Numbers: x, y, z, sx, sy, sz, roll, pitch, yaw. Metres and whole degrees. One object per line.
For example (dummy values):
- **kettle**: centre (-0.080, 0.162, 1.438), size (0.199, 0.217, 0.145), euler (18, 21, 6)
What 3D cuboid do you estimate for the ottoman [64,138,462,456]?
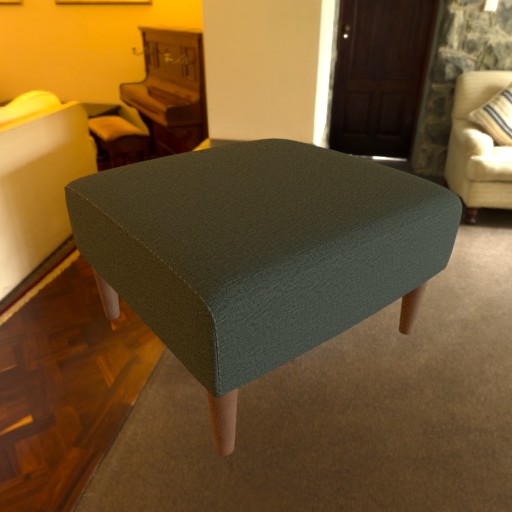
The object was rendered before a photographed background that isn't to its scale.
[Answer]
- **ottoman**: centre (0.000, 0.000, 1.046), size (0.650, 0.398, 0.649), euler (-21, 35, -33)
